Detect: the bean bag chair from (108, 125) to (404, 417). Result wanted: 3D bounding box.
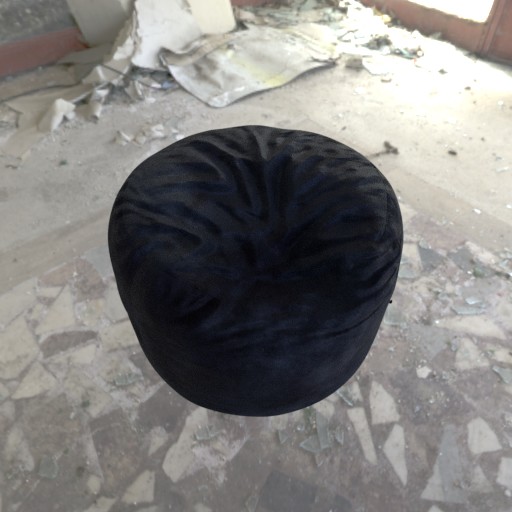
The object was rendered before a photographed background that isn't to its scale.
[{"bbox_3d":[0.000,0.000,1.509,0.918,0.616,0.918,0,46,0],"label":"bean bag chair"}]
